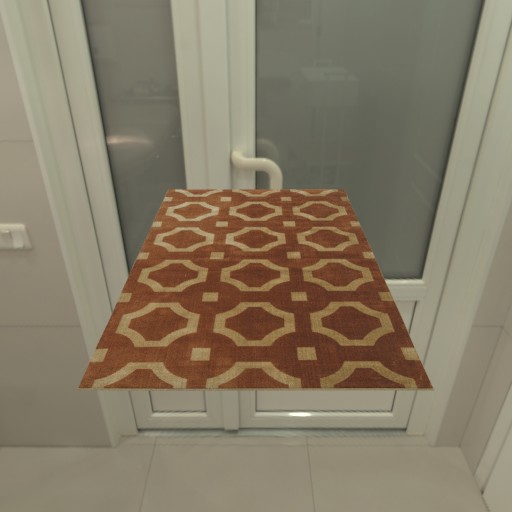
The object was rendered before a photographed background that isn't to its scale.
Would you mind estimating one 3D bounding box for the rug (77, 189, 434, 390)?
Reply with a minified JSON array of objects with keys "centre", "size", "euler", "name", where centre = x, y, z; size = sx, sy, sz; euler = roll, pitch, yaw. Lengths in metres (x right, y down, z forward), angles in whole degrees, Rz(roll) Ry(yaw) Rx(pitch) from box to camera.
[{"centre":[0.000,0.000,2.908],"size":[1.555,0.016,2.286],"euler":[0,31,0],"name":"rug"}]
